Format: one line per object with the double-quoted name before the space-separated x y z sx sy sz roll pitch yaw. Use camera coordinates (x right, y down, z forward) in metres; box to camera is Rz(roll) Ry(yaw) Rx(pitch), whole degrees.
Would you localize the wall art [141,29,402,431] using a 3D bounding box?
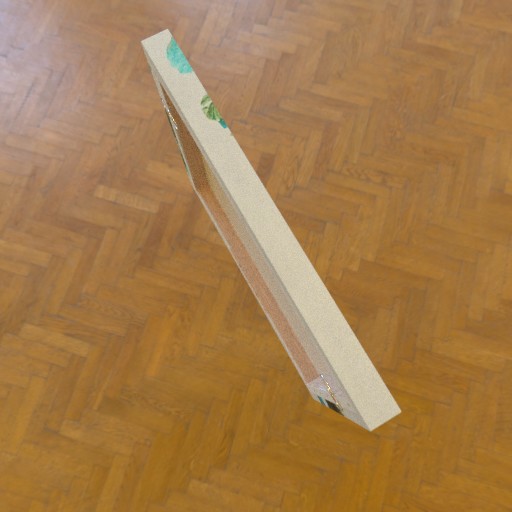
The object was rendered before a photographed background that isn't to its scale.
"wall art" 0.000 0.000 0.694 0.041 0.435 0.507 -29 78 -7
